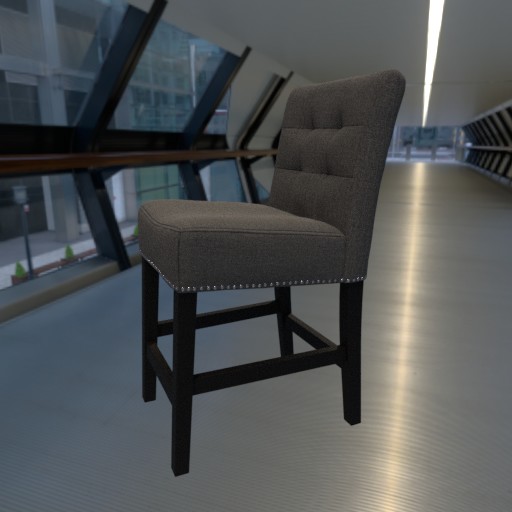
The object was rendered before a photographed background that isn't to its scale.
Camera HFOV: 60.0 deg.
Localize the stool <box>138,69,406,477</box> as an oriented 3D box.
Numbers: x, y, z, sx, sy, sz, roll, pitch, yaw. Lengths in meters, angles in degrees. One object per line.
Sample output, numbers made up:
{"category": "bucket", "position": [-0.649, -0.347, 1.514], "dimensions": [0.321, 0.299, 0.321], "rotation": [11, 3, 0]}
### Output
{"category": "stool", "position": [0.000, 0.000, 1.151], "dimensions": [0.571, 0.885, 0.427], "rotation": [-7, 17, -25]}
